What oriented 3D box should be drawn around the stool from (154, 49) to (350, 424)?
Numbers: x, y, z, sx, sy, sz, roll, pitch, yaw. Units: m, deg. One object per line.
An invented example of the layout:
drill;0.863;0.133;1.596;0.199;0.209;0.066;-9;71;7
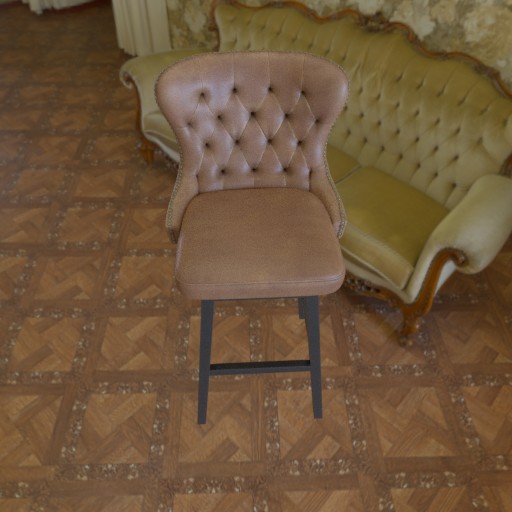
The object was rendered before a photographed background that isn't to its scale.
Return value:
stool;0.000;0.000;1.397;0.528;1.050;0.601;-2;45;-2
